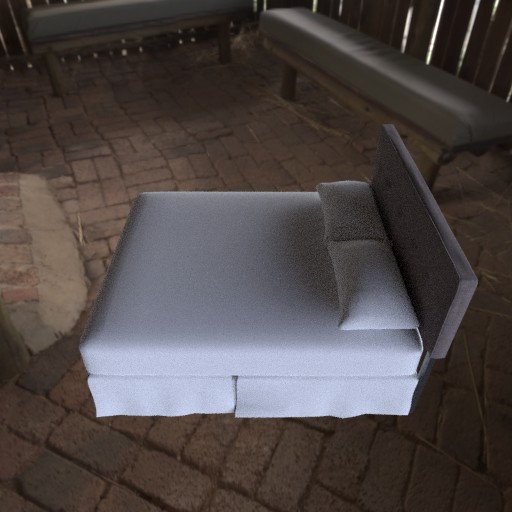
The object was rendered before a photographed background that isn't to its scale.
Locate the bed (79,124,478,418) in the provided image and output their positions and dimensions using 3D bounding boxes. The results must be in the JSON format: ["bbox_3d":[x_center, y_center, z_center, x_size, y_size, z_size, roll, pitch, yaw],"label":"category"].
[{"bbox_3d":[0.000,0.000,2.809,1.894,1.089,1.610,0,40,0],"label":"bed"}]
